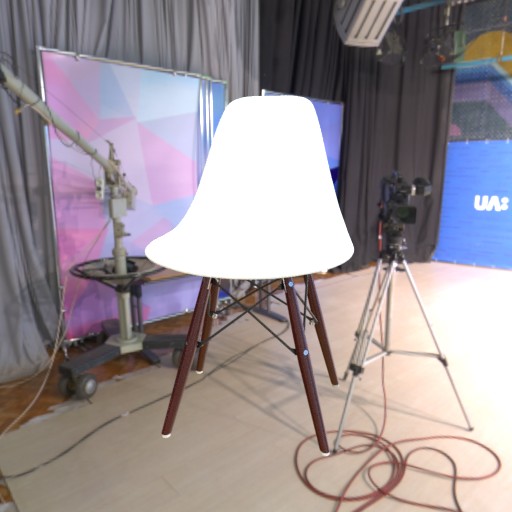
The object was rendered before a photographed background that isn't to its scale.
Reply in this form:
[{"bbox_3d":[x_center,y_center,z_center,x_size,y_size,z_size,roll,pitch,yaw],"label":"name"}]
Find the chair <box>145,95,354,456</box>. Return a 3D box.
[{"bbox_3d":[0.000,0.000,1.115,0.470,0.826,0.533,2,13,9],"label":"chair"}]
